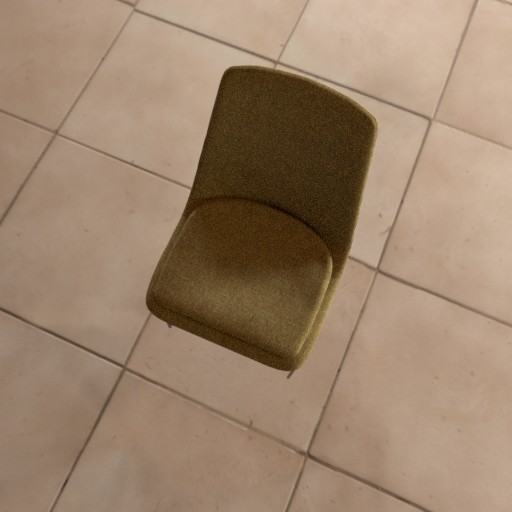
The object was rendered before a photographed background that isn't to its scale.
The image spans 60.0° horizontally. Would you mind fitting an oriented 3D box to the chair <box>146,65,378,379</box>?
[{"bbox_3d":[0.000,0.000,1.163,0.479,0.849,0.496,22,76,6],"label":"chair"}]
